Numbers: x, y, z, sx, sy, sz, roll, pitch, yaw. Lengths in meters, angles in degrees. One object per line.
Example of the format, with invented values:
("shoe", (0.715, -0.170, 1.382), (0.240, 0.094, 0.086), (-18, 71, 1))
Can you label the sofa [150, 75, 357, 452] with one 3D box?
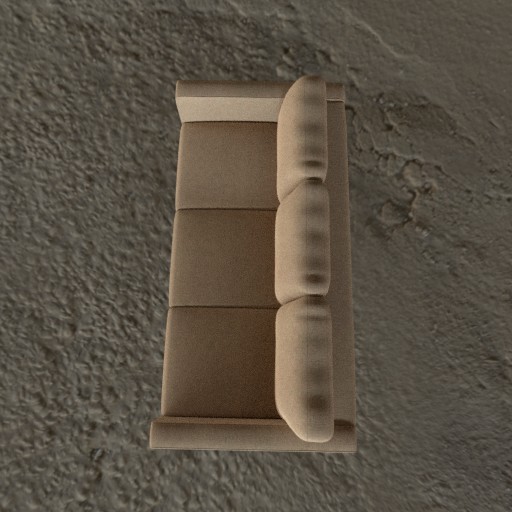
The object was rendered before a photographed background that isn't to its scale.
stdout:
("sofa", (0.000, 0.000, 2.340), (0.930, 0.800, 1.855), (1, 75, 0))
